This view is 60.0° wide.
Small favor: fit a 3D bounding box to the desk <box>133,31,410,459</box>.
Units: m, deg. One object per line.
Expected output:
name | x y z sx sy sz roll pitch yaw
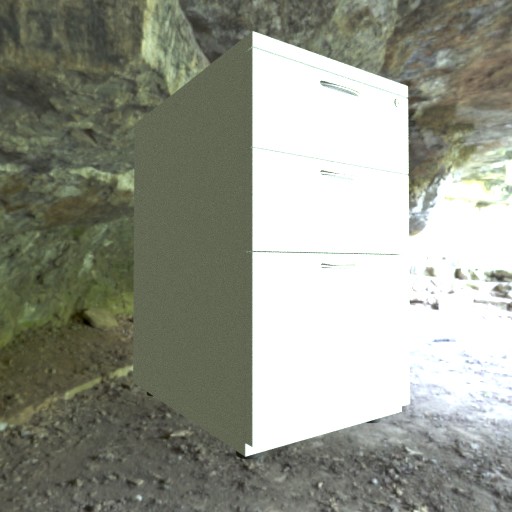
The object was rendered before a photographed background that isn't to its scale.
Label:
desk | 0.000 0.000 1.077 0.404 0.730 0.600 1 -1 -34
